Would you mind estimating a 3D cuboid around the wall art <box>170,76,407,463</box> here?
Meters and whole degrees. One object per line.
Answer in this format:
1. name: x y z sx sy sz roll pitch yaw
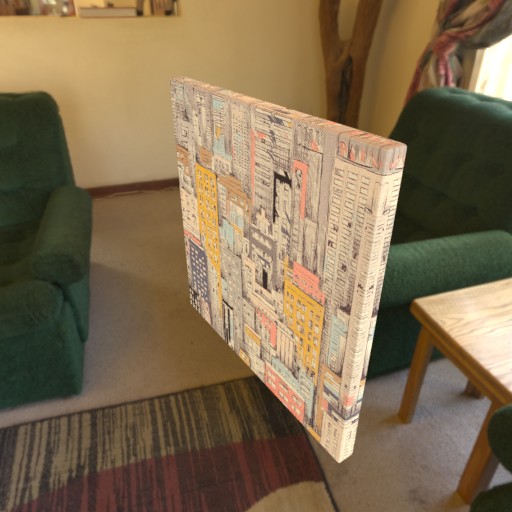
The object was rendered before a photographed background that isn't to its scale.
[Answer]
1. wall art: 0.000 0.000 0.906 0.038 0.608 0.607 -20 36 -29
